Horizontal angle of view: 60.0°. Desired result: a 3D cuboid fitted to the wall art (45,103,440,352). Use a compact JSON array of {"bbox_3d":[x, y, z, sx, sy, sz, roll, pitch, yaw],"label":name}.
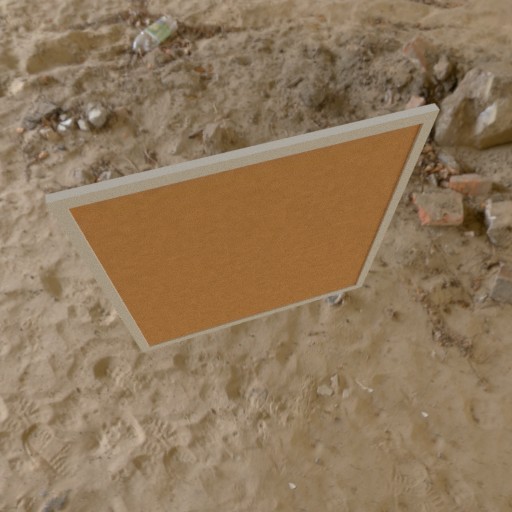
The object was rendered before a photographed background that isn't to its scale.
[{"bbox_3d":[0.000,0.000,0.690,0.457,0.457,0.012,-15,60,-9],"label":"wall art"}]
